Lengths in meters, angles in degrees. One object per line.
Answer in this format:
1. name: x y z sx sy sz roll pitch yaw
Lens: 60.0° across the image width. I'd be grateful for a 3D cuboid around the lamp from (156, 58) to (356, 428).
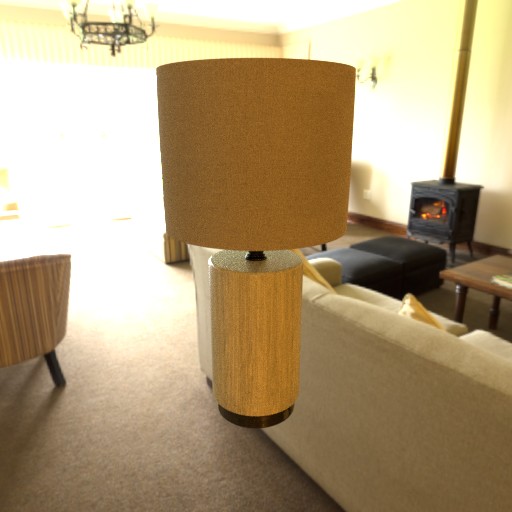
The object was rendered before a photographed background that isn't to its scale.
1. lamp: 0.000 0.000 0.575 0.228 0.444 0.228 3 17 9
